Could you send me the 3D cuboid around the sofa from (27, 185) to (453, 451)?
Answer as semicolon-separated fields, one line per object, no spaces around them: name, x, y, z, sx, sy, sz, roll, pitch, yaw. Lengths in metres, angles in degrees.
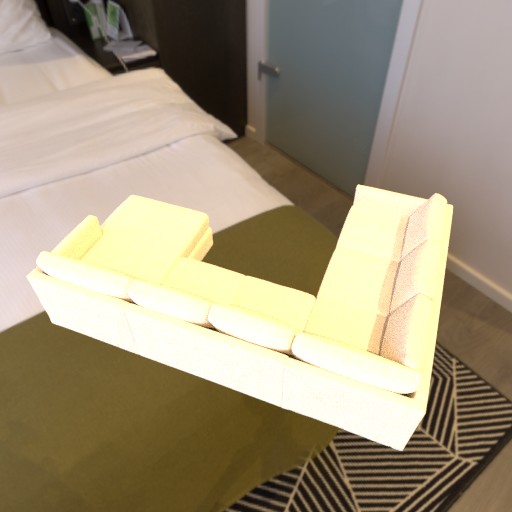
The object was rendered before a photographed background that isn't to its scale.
sofa;0.000;0.000;4.429;3.460;0.882;2.427;16;48;15
